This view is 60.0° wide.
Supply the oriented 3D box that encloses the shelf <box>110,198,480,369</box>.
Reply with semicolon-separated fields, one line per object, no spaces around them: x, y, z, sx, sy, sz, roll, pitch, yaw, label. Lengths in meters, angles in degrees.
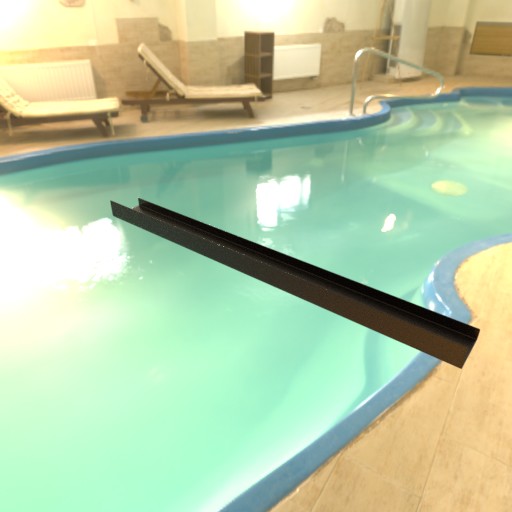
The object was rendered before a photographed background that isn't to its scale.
0.000;0.000;0.987;0.924;0.049;0.092;22;37;32;shelf
